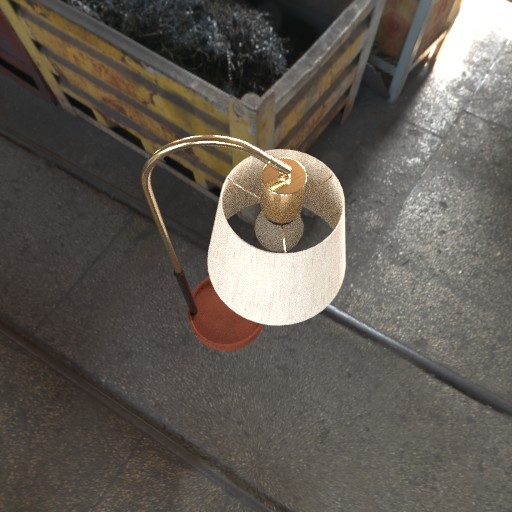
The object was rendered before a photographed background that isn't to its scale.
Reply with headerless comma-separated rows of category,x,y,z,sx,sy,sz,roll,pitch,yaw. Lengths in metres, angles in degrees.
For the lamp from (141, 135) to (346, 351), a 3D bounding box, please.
lamp,0.000,0.000,0.667,0.273,0.536,0.211,-2,65,-1
